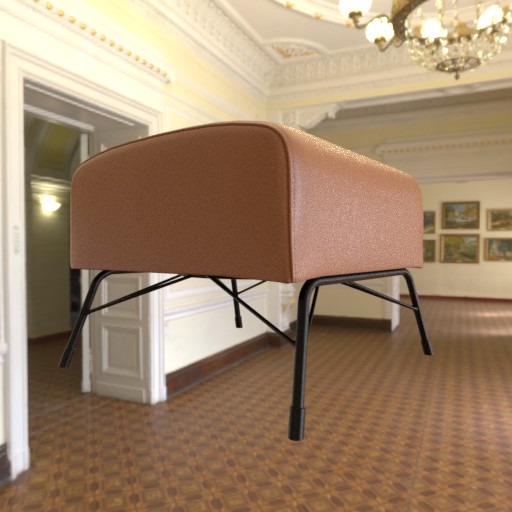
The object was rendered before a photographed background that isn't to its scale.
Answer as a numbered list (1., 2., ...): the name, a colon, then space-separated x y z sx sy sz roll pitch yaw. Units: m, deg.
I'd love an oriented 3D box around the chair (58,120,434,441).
1. chair: 0.000 0.000 0.870 0.530 0.410 0.530 1 1 38
